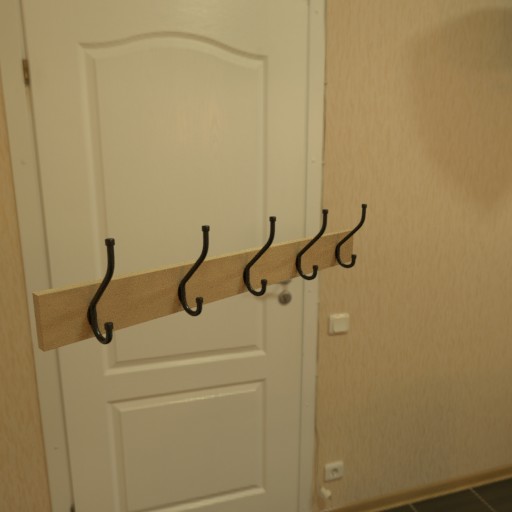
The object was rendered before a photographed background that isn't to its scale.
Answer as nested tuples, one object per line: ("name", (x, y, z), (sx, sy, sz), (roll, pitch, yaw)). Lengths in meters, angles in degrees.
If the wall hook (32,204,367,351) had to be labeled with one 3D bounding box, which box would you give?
("wall hook", (0.000, 0.000, 0.621), (0.071, 0.117, 0.571), (12, 17, 43))
